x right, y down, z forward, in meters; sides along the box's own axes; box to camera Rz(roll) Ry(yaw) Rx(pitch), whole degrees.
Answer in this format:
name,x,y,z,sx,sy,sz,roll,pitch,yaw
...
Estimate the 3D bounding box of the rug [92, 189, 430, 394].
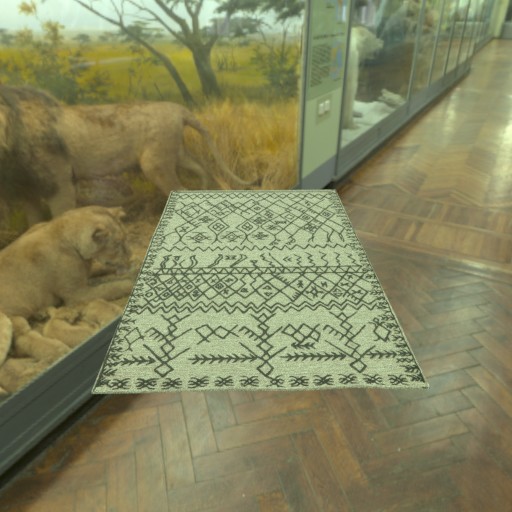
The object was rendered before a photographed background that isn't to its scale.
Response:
name,x,y,z,sx,sy,sz,roll,pitch,yaw
rug,0.000,0.000,4.779,2.393,0.019,3.824,-1,30,-1
